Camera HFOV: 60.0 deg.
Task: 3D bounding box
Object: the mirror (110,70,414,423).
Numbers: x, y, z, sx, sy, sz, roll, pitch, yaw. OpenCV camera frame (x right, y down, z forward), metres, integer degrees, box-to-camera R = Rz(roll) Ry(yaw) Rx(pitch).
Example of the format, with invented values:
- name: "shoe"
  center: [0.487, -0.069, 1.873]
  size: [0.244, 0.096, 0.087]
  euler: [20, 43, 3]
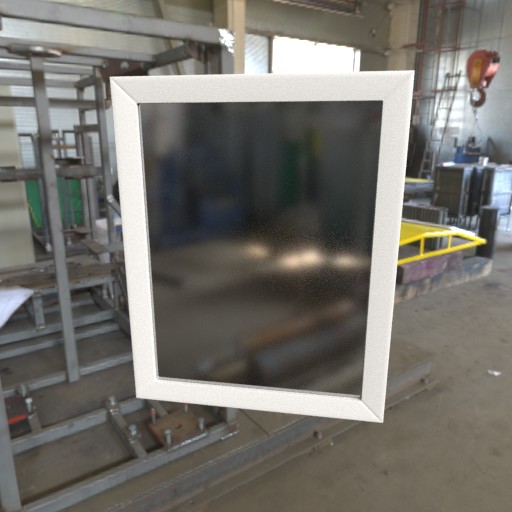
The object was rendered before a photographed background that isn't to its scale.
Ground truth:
- name: "mirror"
  center: [0.000, 0.000, 0.669]
  size: [0.405, 0.508, 0.041]
  euler: [3, 16, 9]
